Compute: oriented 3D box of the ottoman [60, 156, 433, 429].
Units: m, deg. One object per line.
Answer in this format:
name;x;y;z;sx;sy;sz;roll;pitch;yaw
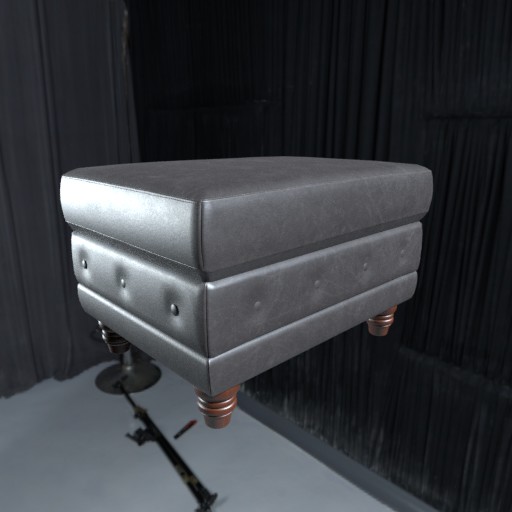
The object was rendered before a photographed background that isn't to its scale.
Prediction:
ottoman;0.000;0.000;1.192;0.795;0.498;0.590;-15;21;-41
